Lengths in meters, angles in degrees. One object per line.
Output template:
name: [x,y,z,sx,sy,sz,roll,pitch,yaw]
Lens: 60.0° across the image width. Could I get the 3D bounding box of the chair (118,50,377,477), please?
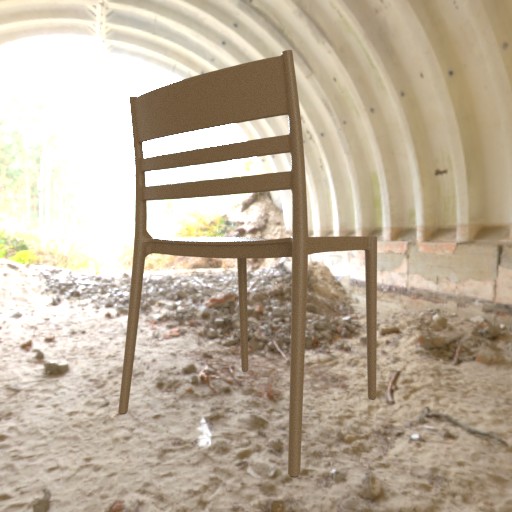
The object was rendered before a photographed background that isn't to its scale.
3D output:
chair: [0.000,0.000,1.154,0.531,0.800,0.511,2,3,36]
